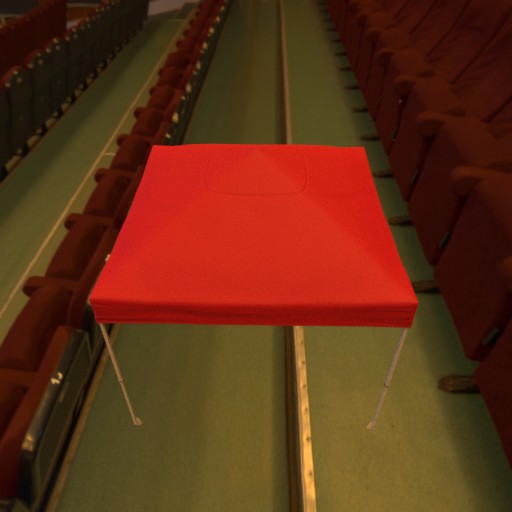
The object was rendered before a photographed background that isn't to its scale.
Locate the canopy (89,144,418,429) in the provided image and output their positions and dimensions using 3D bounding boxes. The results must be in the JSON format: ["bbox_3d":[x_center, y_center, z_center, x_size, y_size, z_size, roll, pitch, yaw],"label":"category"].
[{"bbox_3d":[0.000,0.000,5.589,2.998,2.997,2.996,1,41,1],"label":"canopy"}]
